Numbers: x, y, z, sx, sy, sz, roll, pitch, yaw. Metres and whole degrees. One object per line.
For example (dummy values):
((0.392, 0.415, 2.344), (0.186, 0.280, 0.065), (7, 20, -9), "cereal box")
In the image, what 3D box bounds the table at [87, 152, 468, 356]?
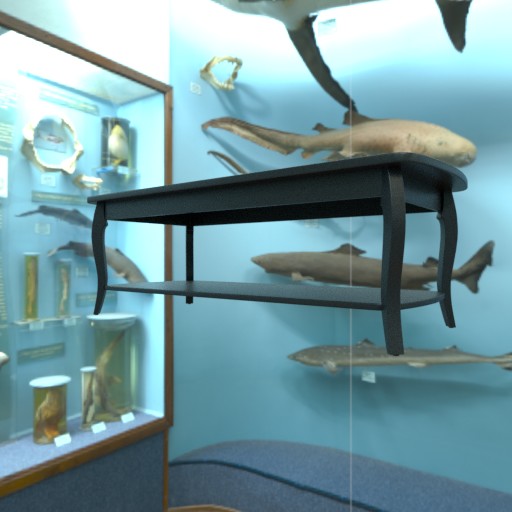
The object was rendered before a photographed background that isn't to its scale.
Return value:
((0.000, 0.000, 1.565), (1.333, 0.457, 0.571), (0, 0, 37), "table")
